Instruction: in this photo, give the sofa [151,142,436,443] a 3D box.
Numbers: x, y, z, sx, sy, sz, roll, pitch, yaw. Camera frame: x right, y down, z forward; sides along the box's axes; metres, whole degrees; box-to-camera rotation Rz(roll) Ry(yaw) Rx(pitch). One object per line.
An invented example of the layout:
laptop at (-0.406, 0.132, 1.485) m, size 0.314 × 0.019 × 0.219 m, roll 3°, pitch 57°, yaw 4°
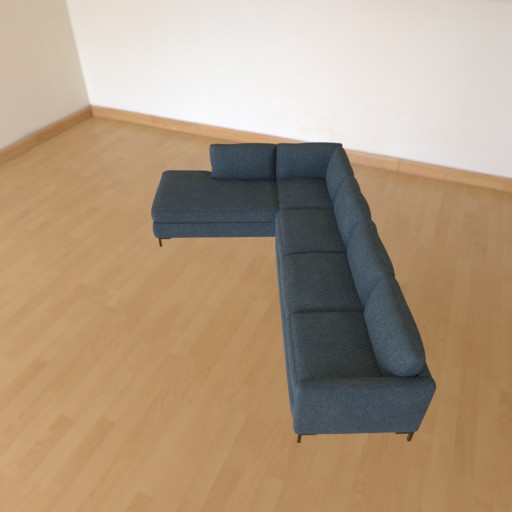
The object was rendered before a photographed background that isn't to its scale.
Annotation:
sofa at (0.000, 0.000, 3.738) m, size 2.007 × 0.815 × 2.949 m, roll -1°, pitch 39°, yaw -1°
